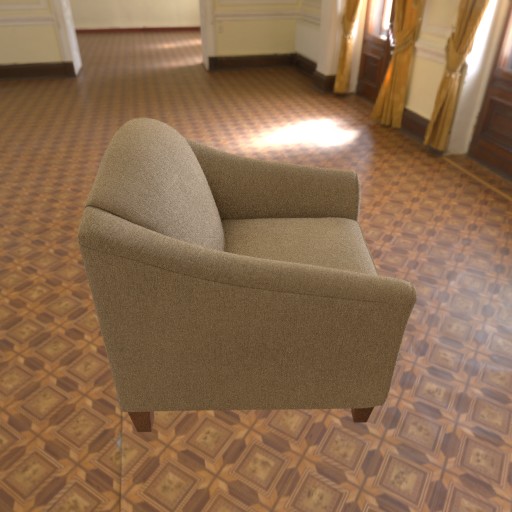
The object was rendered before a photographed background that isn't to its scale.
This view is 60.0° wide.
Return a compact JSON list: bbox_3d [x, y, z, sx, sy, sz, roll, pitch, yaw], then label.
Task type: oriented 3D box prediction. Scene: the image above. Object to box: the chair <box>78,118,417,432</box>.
[{"bbox_3d":[0.000,0.000,1.420,0.787,0.839,0.763,0,33,0],"label":"chair"}]
